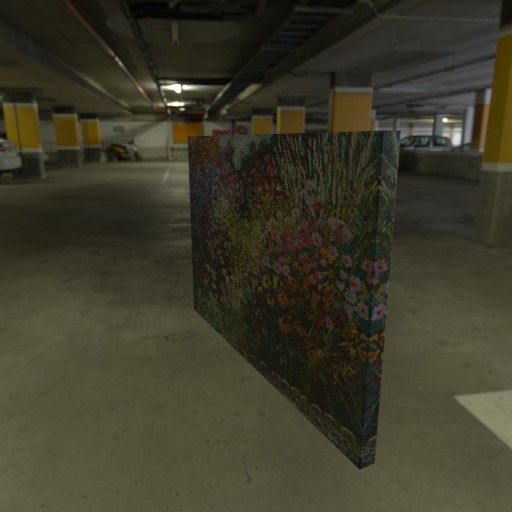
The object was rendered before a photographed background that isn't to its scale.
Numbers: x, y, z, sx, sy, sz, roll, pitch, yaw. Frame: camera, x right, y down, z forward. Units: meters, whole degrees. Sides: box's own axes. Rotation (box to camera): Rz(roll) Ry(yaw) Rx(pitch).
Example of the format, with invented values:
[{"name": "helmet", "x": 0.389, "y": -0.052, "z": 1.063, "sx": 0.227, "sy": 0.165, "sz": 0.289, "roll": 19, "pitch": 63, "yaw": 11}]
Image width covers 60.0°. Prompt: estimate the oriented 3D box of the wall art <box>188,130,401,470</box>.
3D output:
[{"name": "wall art", "x": 0.000, "y": 0.000, "z": 1.143, "sx": 0.037, "sy": 0.604, "sz": 0.908, "roll": -7, "pitch": 16, "yaw": -26}]
